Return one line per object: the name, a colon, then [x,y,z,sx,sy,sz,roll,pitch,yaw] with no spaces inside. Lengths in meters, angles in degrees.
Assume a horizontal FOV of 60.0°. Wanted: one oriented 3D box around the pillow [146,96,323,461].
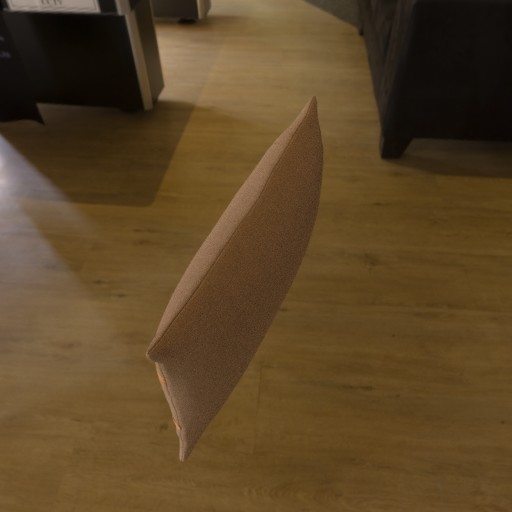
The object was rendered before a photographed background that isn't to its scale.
pillow: [0.000,0.000,0.754,0.148,0.308,0.612,16,49,15]
